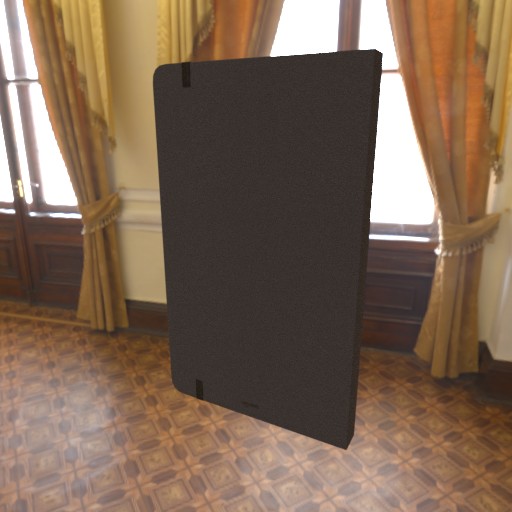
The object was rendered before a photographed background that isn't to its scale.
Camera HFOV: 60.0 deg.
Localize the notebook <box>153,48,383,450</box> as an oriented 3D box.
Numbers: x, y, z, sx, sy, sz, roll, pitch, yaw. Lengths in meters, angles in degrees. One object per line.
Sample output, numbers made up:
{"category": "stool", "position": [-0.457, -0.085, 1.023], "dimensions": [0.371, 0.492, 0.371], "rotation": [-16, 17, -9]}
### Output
{"category": "notebook", "position": [0.000, 0.000, 0.260], "dimensions": [0.127, 0.213, 0.016], "rotation": [9, 19, 27]}
